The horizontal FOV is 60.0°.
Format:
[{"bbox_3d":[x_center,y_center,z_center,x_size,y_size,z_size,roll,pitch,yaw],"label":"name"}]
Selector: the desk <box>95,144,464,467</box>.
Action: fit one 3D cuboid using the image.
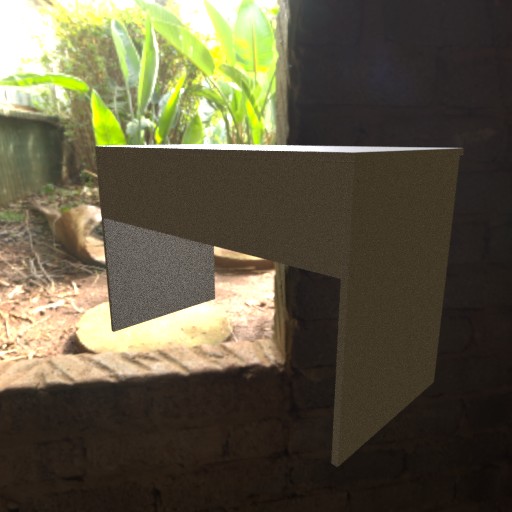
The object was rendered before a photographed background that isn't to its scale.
[{"bbox_3d":[0.000,0.000,1.527,1.100,0.730,0.560,14,20,43],"label":"desk"}]
